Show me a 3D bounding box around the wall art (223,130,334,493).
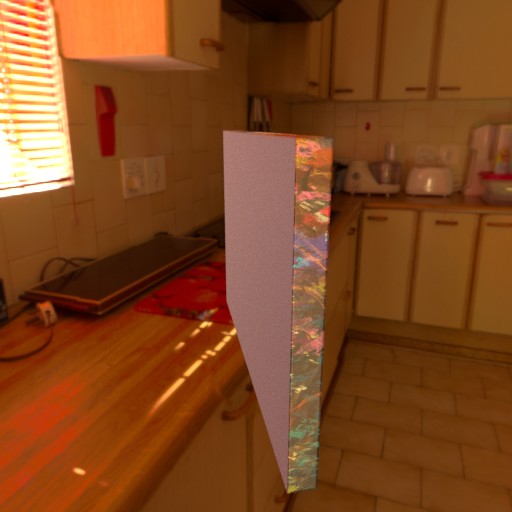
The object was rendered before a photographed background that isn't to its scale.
[{"bbox_3d":[0.000,0.000,0.757,0.037,0.406,0.610,-3,17,-10],"label":"wall art"}]
